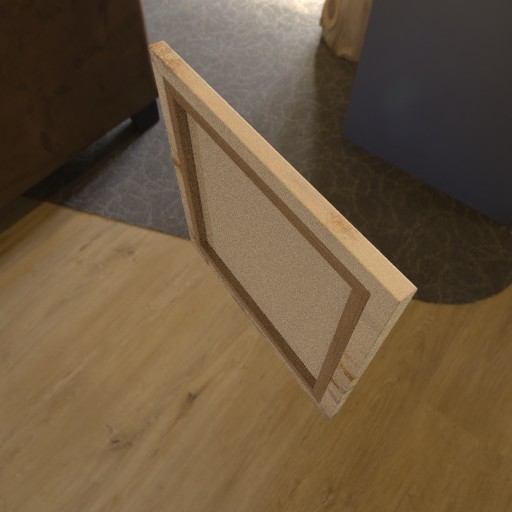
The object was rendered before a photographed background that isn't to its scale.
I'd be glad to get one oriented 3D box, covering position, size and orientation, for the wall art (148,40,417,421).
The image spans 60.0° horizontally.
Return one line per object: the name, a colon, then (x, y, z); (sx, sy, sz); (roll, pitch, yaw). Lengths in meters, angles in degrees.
wall art: (0.000, 0.000, 1.114); (0.038, 0.755, 0.753); (-31, 63, -18)
